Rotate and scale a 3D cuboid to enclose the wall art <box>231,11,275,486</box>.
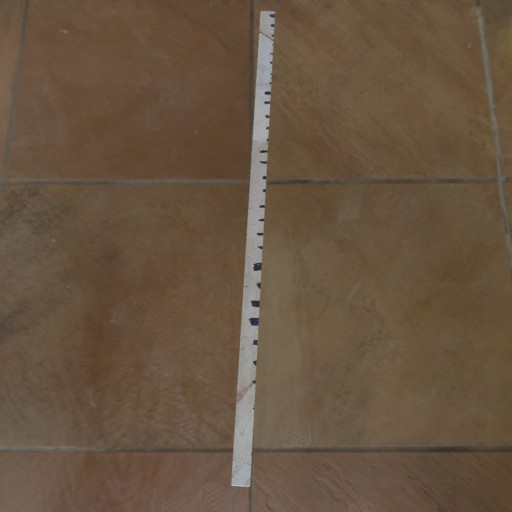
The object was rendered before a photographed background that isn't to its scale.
[{"bbox_3d":[0.000,0.000,1.397,0.038,0.757,1.143,3,76,1],"label":"wall art"}]
